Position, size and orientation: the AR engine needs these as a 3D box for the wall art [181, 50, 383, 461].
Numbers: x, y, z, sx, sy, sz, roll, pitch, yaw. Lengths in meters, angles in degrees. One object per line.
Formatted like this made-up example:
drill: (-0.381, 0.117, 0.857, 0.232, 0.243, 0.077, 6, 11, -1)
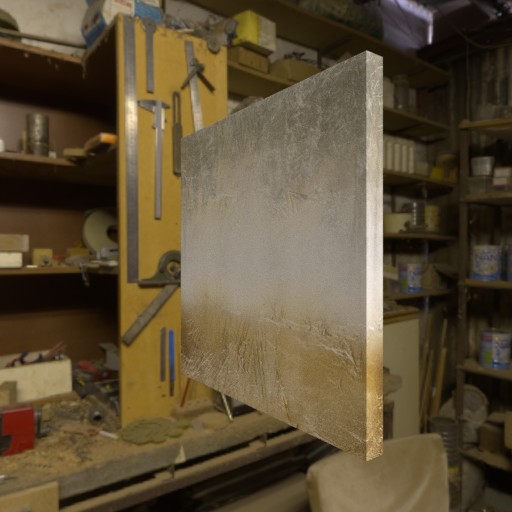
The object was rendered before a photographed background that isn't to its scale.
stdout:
wall art: (0.000, 0.000, 0.915, 0.038, 0.610, 0.610, 0, 0, -36)
